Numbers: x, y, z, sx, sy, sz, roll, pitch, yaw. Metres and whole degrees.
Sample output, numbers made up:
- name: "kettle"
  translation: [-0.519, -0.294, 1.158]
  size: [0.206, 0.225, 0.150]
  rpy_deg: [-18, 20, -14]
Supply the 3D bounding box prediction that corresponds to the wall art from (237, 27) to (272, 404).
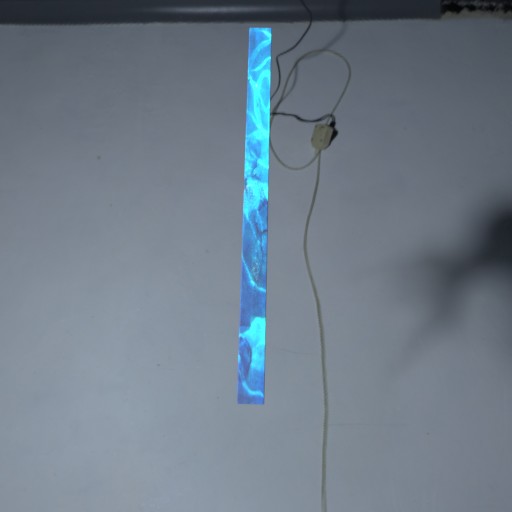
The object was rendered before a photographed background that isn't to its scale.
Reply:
- name: "wall art"
  translation: [0.000, 0.000, 1.048]
  size: [0.038, 0.760, 0.609]
  rpy_deg: [1, 76, 0]
